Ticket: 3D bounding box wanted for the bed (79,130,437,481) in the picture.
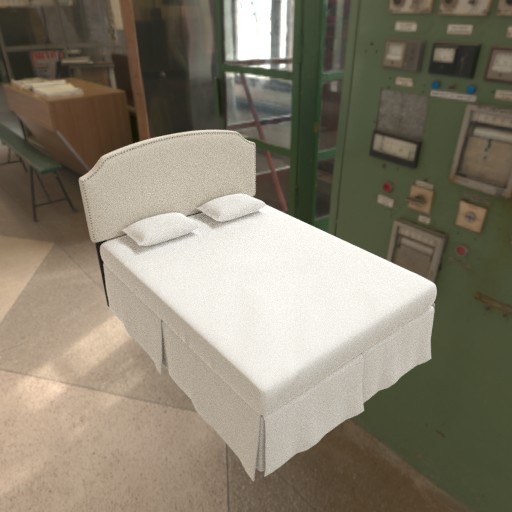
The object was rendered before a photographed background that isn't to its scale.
[{"bbox_3d":[0.000,0.000,2.992,1.558,1.270,1.999,-22,36,-33],"label":"bed"}]
